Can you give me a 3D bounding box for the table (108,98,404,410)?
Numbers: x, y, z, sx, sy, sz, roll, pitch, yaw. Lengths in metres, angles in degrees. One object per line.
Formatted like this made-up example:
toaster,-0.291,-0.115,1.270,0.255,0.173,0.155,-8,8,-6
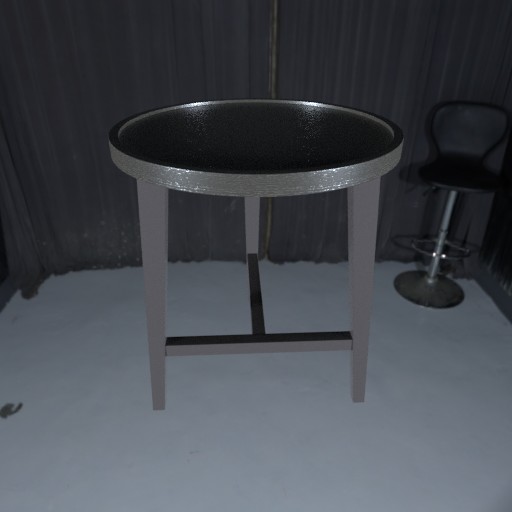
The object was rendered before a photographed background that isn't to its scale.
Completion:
table,0.000,0.000,0.912,0.500,0.531,0.500,0,30,0
